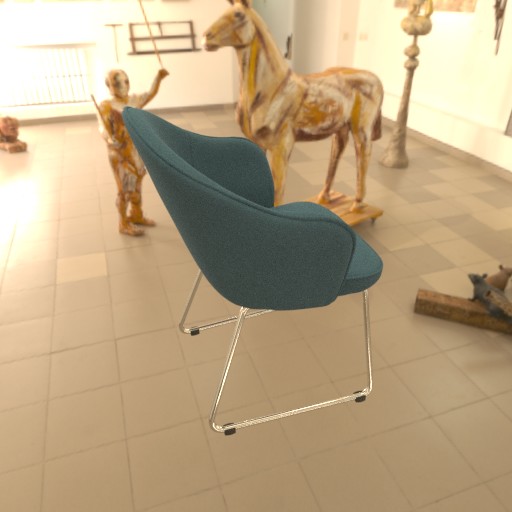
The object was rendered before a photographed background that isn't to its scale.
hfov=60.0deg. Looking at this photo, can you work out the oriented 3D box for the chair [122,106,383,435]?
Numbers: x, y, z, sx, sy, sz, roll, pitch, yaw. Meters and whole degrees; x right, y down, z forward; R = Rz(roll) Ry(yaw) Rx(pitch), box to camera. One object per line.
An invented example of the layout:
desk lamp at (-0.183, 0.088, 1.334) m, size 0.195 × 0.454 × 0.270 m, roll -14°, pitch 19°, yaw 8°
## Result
chair at (0.000, 0.000, 1.207) m, size 0.585 × 0.815 × 0.570 m, roll -11°, pitch 33°, yaw -17°
